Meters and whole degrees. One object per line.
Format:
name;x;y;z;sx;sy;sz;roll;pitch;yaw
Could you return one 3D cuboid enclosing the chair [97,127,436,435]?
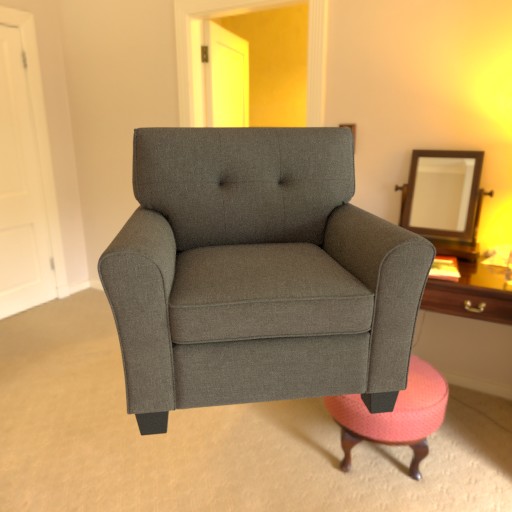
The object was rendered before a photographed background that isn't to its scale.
chair;0.000;0.000;1.600;0.941;0.890;0.816;-2;17;-8
